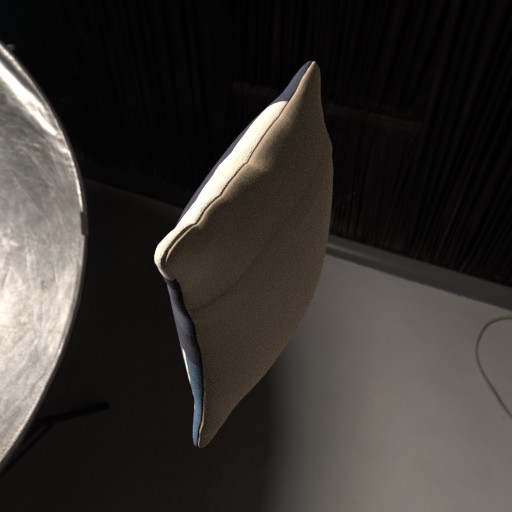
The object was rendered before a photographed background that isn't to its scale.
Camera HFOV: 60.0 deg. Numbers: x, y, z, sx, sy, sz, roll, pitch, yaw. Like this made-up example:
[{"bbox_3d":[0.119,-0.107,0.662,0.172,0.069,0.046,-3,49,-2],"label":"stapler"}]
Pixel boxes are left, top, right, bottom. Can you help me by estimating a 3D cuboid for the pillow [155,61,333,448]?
[{"bbox_3d":[0.000,0.000,0.785,0.229,0.506,0.536,17,50,15],"label":"pillow"}]
